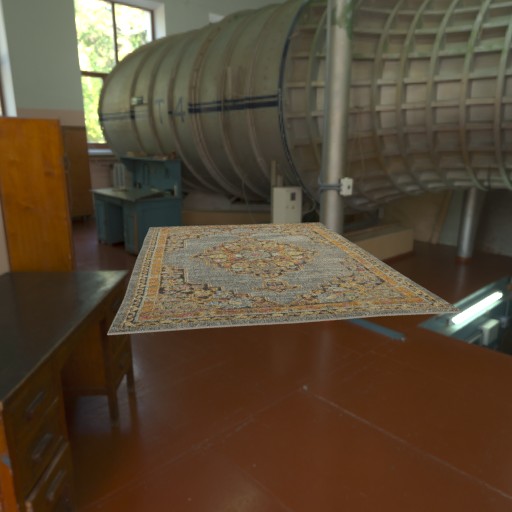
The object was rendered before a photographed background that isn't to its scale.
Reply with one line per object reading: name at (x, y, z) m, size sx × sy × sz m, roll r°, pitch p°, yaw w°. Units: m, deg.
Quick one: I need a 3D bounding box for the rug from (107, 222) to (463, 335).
rug at (0.000, 0.000, 4.083) m, size 2.158 × 0.024 × 3.063 m, roll -2°, pitch 15°, yaw -8°
